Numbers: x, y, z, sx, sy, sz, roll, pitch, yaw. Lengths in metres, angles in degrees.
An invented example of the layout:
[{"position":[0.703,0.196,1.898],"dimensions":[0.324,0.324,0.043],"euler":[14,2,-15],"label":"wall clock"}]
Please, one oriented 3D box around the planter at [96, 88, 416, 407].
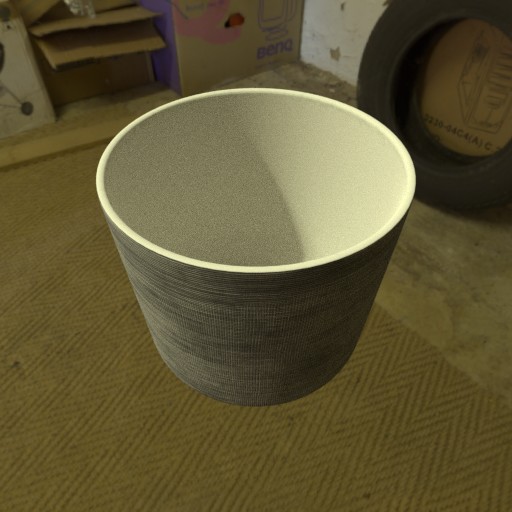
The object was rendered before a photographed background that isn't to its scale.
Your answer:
[{"position":[0.000,0.000,0.769],"dimensions":[0.440,0.398,0.440],"euler":[0,46,0],"label":"planter"}]
